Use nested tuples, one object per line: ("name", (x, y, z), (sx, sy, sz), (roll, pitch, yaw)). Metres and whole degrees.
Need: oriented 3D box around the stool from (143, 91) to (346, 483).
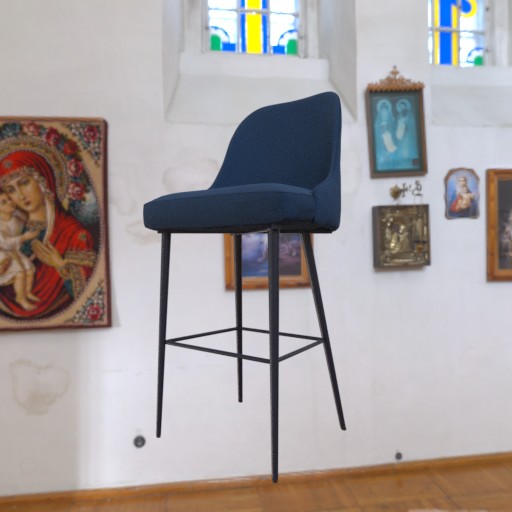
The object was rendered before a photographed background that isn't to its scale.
("stool", (0.000, 0.000, 1.357), (0.527, 1.079, 0.489), (1, 1, 37))
